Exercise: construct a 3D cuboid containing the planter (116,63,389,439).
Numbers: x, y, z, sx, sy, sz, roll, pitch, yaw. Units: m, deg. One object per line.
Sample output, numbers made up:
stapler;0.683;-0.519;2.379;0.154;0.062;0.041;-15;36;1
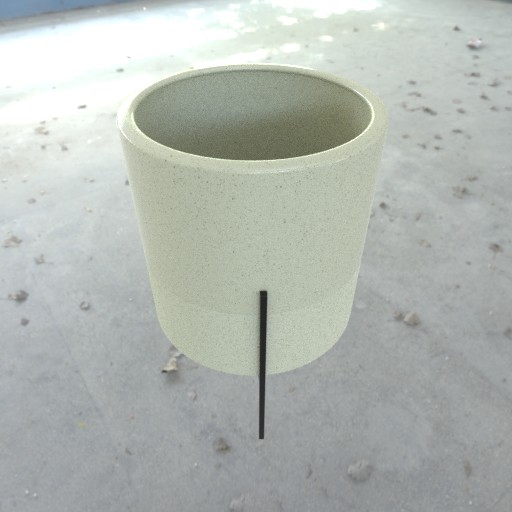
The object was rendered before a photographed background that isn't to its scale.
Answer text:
planter;0.000;0.000;0.676;0.323;0.475;0.314;-24;46;-26
